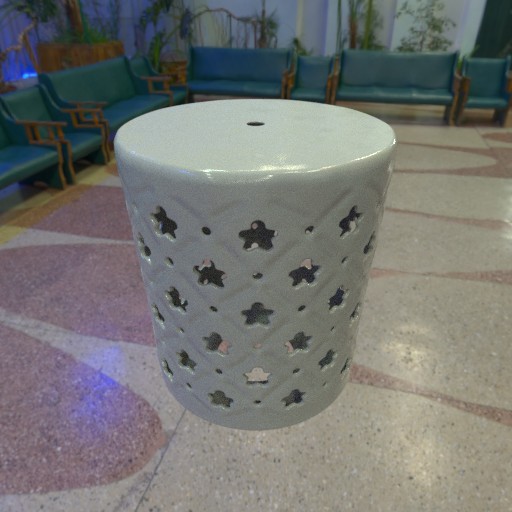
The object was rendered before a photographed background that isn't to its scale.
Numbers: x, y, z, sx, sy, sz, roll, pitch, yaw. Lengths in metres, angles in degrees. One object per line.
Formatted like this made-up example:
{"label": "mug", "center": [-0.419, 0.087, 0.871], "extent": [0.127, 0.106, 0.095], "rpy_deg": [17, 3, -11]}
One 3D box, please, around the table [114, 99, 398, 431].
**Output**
{"label": "table", "center": [0.000, 0.000, 0.655], "extent": [0.352, 0.387, 0.352], "rpy_deg": [0, 30, 0]}
